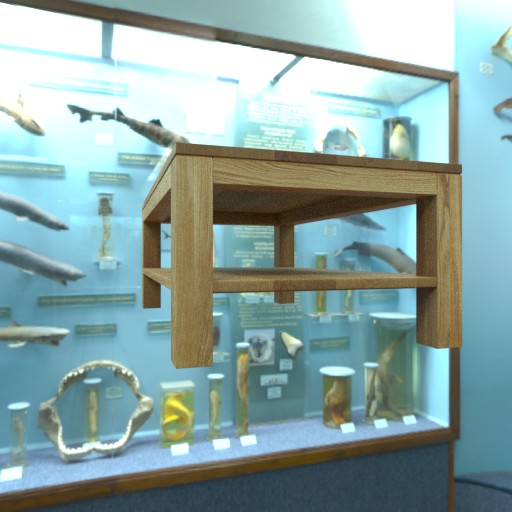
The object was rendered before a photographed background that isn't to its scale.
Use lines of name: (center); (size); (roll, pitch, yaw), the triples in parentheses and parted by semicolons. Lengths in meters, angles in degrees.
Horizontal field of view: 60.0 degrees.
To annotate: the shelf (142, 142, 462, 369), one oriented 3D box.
shelf: (0.000, 0.000, 1.532); (0.700, 0.450, 1.150); (0, 0, -18)
